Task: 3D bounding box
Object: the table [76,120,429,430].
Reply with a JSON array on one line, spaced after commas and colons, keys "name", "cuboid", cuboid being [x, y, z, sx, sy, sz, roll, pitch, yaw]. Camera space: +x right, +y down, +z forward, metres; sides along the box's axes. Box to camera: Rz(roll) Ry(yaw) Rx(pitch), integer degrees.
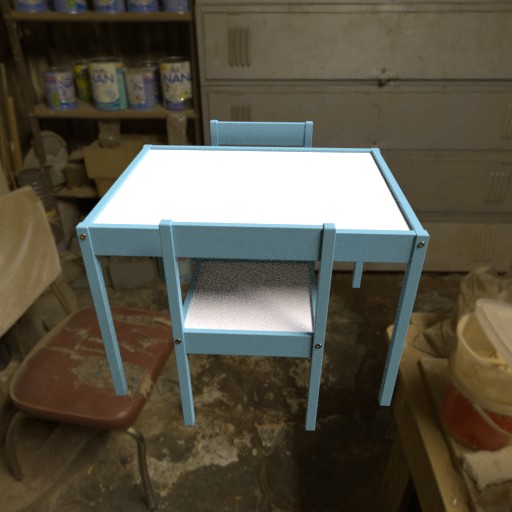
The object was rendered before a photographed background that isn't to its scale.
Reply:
[{"name": "table", "cuboid": [0.000, 0.000, 1.107, 0.639, 0.503, 0.633, 1, 32, 2]}]
